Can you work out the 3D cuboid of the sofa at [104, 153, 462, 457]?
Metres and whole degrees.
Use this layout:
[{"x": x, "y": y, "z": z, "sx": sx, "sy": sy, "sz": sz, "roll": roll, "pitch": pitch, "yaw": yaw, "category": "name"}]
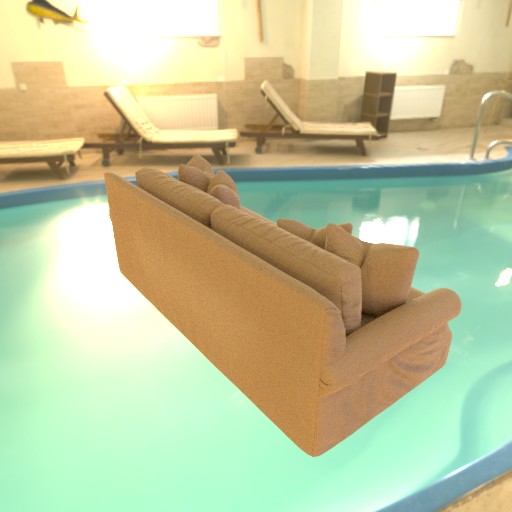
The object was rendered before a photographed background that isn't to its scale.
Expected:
[{"x": 0.000, "y": 0.000, "z": 2.773, "sx": 1.067, "sy": 0.904, "sz": 2.285, "roll": -19, "pitch": 32, "yaw": -33, "category": "sofa"}]
